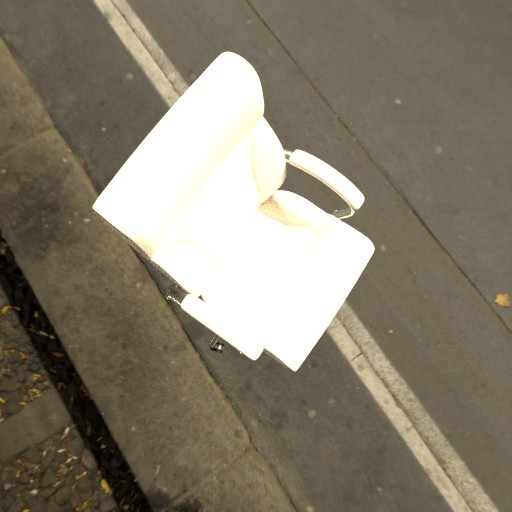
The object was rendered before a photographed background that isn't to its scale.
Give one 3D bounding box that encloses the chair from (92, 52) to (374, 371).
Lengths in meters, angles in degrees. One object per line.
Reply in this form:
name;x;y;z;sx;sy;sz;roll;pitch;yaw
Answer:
chair;0.000;0.000;1.583;0.745;1.099;0.727;34;77;9
